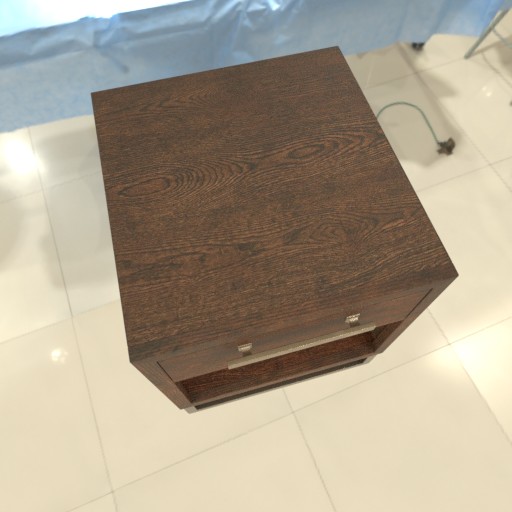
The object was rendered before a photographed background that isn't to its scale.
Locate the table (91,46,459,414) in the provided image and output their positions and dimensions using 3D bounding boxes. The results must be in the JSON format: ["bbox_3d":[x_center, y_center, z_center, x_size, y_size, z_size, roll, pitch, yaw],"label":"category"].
[{"bbox_3d":[0.000,0.000,1.019,0.506,0.582,0.566,-14,64,-7],"label":"table"}]
